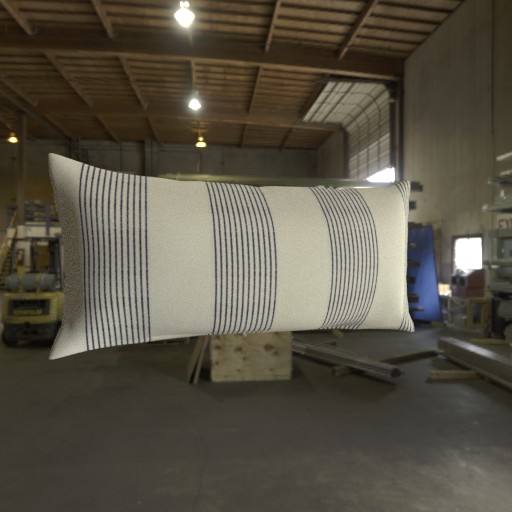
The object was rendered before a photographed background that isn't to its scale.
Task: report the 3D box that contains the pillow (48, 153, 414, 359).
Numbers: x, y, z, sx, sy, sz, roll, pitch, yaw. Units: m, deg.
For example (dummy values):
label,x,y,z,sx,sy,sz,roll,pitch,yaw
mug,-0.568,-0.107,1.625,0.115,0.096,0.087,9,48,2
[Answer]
label,x,y,z,sx,sy,sz,roll,pitch,yaw
pillow,0.000,0.000,0.712,0.610,0.287,0.151,0,0,-19
